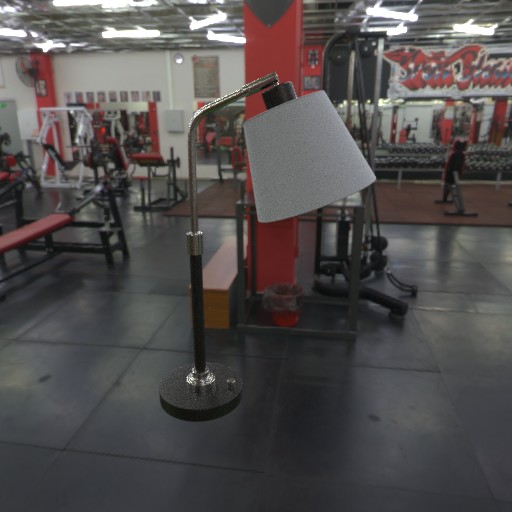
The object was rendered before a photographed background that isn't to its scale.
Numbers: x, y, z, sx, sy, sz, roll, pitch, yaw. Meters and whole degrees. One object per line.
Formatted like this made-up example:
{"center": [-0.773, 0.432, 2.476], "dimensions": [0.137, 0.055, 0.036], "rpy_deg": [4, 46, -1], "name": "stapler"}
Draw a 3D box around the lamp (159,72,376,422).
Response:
{"center": [0.000, 0.000, 0.701], "dimensions": [0.348, 0.539, 0.181], "rpy_deg": [3, 18, 11], "name": "lamp"}
